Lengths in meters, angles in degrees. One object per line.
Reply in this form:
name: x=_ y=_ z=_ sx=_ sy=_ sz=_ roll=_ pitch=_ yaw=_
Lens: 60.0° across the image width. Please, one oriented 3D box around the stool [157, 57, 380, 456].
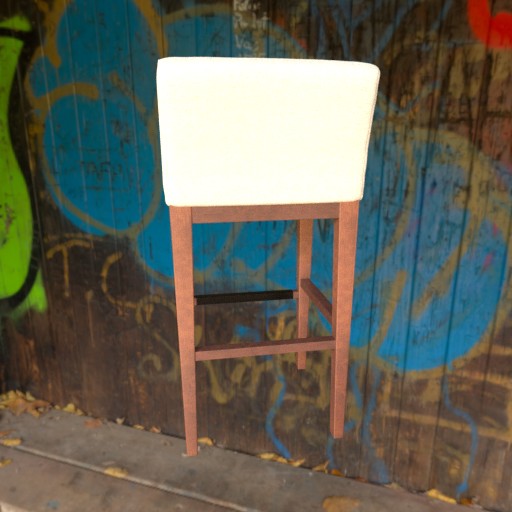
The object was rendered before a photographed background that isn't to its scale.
stool: x=0.000 y=0.000 z=1.327 sx=0.511 sy=1.037 sz=0.500 roll=-3 pitch=16 yaw=-10
